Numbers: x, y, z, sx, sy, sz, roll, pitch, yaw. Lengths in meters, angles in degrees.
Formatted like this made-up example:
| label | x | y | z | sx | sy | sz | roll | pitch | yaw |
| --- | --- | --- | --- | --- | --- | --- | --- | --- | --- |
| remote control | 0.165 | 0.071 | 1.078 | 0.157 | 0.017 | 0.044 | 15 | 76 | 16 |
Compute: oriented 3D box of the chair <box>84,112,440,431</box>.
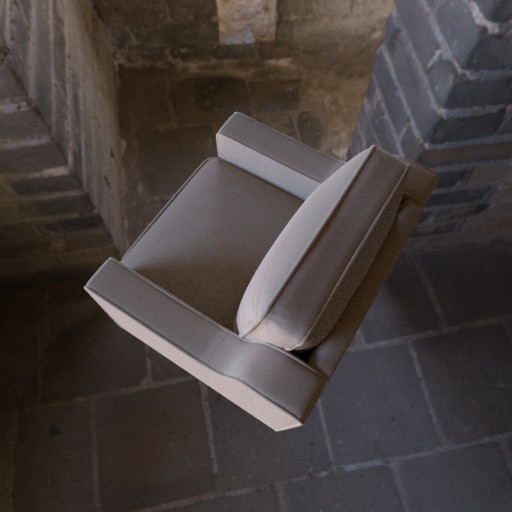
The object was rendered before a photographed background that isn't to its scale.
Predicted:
| label | x | y | z | sx | sy | sz | roll | pitch | yaw |
| --- | --- | --- | --- | --- | --- | --- | --- | --- | --- |
| chair | 0.000 | 0.000 | 1.668 | 0.882 | 0.948 | 0.922 | 30 | 68 | 13 |
